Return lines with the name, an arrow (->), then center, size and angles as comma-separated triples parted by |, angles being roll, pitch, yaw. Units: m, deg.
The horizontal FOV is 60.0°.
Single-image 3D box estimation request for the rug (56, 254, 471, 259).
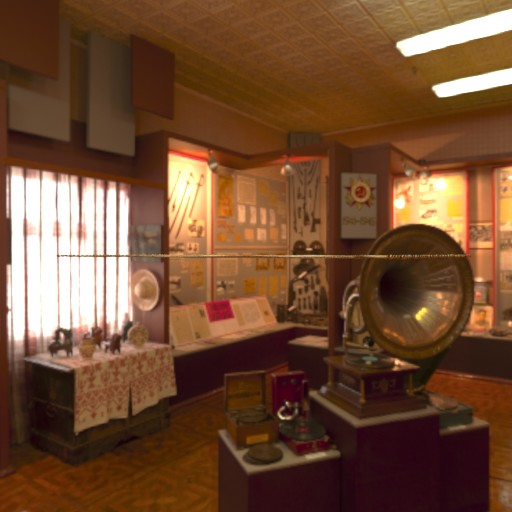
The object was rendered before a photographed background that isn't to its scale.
rug -> 0.000, 0.000, 3.026 | 2.431, 0.025, 1.530 | 0, 0, 37
